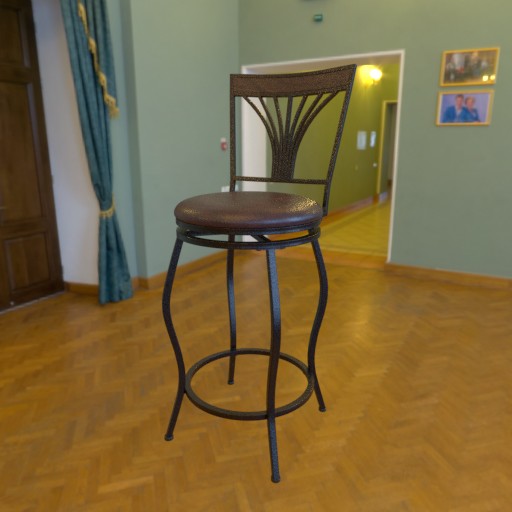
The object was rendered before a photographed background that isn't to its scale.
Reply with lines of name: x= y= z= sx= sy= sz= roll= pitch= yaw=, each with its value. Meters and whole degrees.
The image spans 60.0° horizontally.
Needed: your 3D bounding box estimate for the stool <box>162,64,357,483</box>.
stool: x=0.000 y=0.000 z=1.353 sx=0.433 sy=1.117 sz=0.514 roll=8 pitch=16 yaw=27
